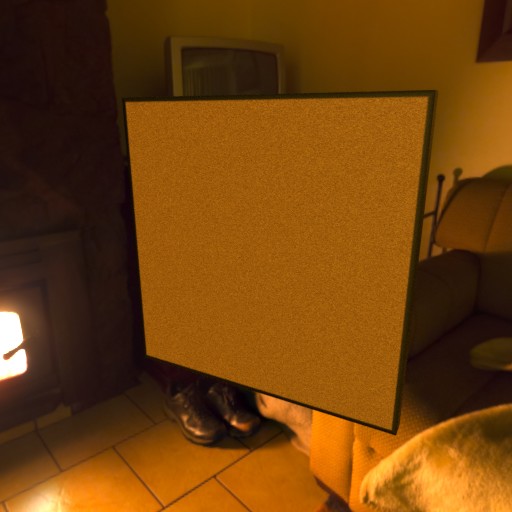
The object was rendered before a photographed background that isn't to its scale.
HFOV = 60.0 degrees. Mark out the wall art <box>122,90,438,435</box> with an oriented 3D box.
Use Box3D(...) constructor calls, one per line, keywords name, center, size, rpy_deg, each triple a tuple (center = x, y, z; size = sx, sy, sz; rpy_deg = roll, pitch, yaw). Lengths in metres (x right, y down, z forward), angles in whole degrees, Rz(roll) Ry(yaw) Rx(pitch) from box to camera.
Box3D(name="wall art", center=(0.000, 0.000, 0.746), size=(0.513, 0.511, 0.028), rpy_deg=(9, 20, 26))
